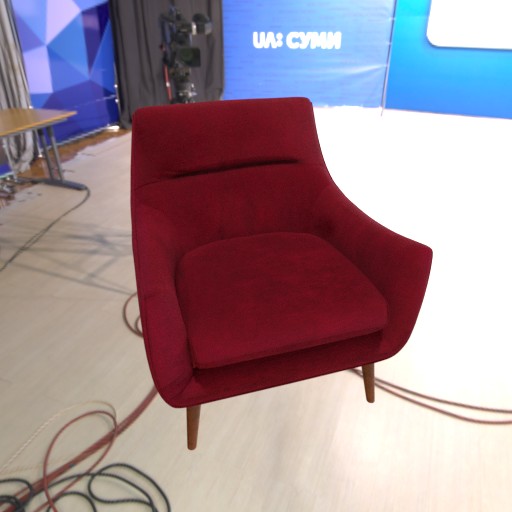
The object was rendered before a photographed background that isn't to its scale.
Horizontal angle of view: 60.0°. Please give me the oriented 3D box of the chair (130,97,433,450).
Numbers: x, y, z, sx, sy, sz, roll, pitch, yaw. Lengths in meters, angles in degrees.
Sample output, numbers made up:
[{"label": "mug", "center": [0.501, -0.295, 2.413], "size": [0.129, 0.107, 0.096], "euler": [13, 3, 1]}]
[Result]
[{"label": "chair", "center": [0.000, 0.000, 1.433], "size": [0.762, 0.838, 0.787], "euler": [-9, 32, -14]}]
